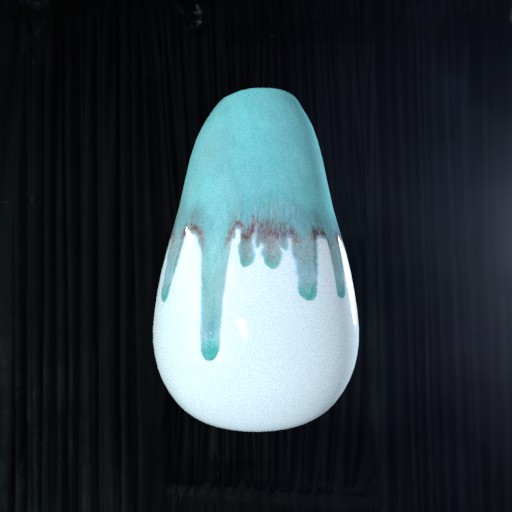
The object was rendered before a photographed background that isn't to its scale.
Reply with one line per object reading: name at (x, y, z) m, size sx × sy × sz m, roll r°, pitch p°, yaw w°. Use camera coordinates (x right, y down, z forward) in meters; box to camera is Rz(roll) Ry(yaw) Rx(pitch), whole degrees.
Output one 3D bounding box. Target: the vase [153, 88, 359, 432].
vase at (0.000, 0.000, 0.257) m, size 0.116 × 0.179 × 0.116 m, roll 0°, pitch 0°, yaw 0°
